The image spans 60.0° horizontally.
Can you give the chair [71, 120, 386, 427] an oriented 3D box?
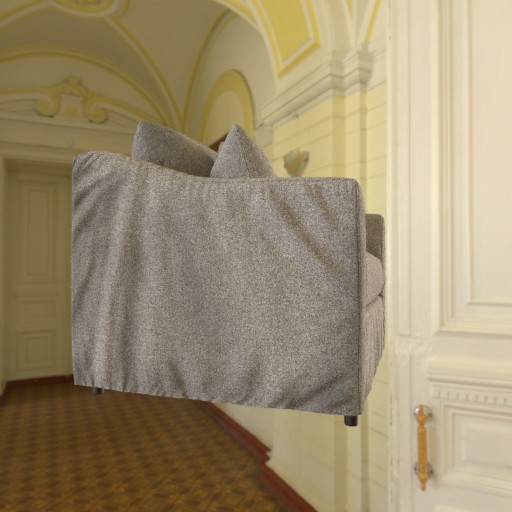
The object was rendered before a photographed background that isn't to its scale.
[{"bbox_3d":[0.000,0.000,2.009,1.071,1.059,1.194,0,-1,20],"label":"chair"}]
